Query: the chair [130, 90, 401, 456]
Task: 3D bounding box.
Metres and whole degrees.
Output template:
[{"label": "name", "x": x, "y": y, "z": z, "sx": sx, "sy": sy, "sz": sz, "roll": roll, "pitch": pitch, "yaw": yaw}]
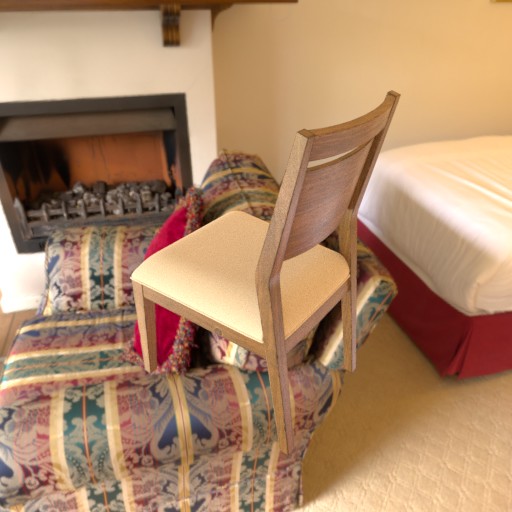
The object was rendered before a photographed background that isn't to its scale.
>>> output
[{"label": "chair", "x": 0.000, "y": 0.000, "z": 1.319, "sx": 0.610, "sy": 0.939, "sz": 0.497, "roll": 22, "pitch": 39, "yaw": 31}]
